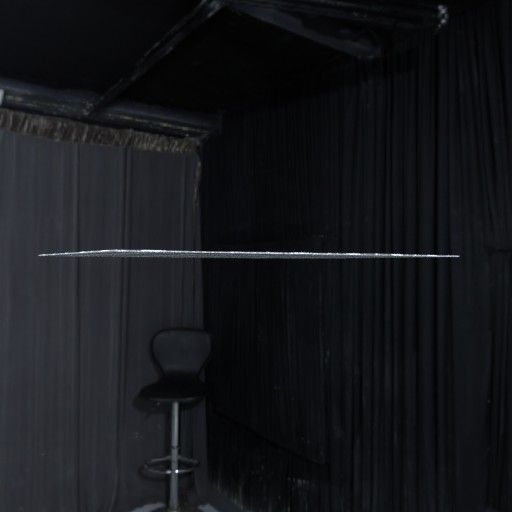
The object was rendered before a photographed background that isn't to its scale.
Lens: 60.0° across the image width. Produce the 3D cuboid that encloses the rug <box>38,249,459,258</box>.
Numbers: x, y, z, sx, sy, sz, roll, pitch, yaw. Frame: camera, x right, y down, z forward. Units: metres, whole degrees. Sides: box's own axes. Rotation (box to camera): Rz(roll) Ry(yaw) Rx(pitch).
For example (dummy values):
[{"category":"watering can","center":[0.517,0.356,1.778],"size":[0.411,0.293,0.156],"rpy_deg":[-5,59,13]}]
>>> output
[{"category":"rug","center":[0.000,0.000,3.000],"size":[2.434,0.015,1.520],"rpy_deg":[1,-1,-36]}]
